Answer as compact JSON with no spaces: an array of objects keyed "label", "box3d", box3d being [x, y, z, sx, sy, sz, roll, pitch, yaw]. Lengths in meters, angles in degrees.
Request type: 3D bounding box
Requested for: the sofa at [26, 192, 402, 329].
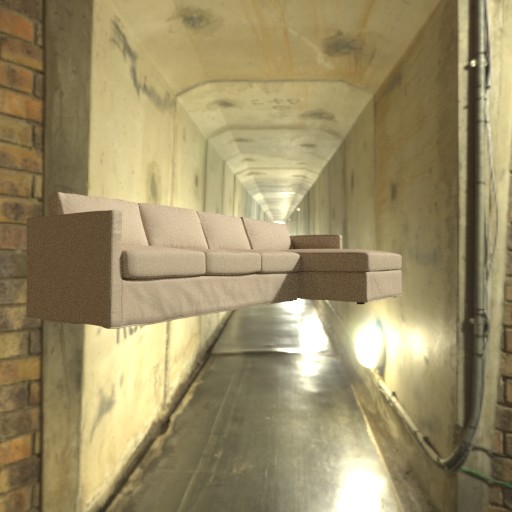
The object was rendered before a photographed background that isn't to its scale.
[{"label":"sofa","box3d":[0.000,0.000,3.866,1.622,0.871,3.206,0,-1,35]}]
